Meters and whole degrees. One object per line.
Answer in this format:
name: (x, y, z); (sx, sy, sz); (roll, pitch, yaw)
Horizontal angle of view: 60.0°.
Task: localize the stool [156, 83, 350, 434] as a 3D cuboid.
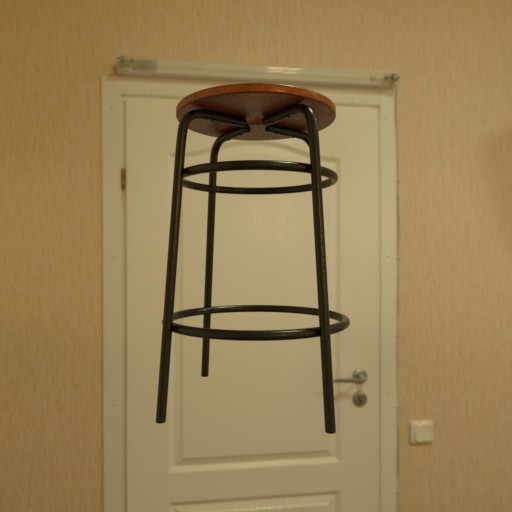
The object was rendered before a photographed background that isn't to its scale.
stool: (0.000, 0.000, 0.945); (0.455, 0.610, 0.455); (0, 0, -36)
